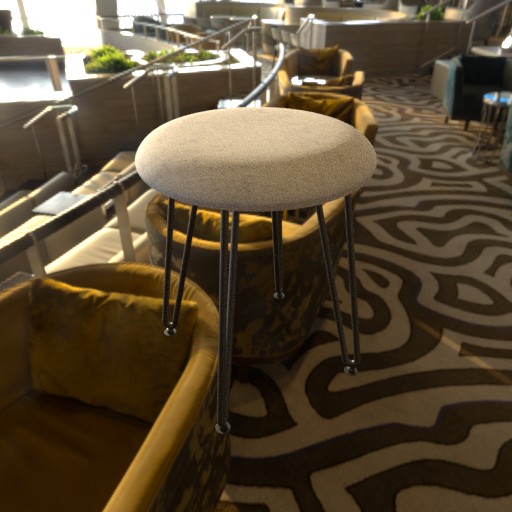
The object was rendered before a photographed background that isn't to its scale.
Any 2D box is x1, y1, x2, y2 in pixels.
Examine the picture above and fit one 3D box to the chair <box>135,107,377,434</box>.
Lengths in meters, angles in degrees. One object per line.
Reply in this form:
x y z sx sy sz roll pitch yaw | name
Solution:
0.000 0.000 0.665 0.350 0.386 0.350 9 33 14 | chair
